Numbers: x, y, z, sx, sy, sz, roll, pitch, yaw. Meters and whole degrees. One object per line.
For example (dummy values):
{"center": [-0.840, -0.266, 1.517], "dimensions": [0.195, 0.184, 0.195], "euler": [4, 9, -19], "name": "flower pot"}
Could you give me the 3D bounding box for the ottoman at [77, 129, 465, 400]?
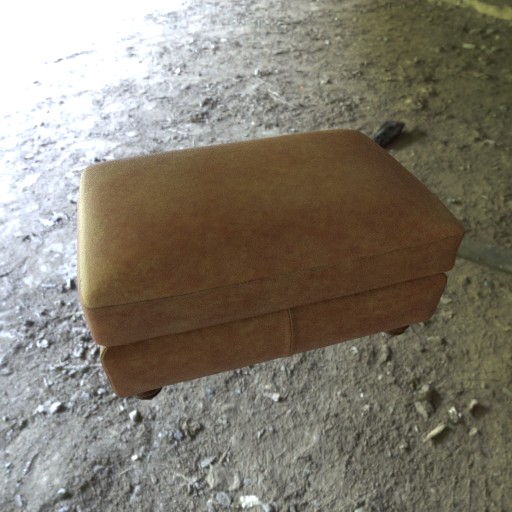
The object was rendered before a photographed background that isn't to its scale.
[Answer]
{"center": [0.000, 0.000, 1.202], "dimensions": [0.852, 0.507, 0.565], "euler": [-11, 42, -13], "name": "ottoman"}
